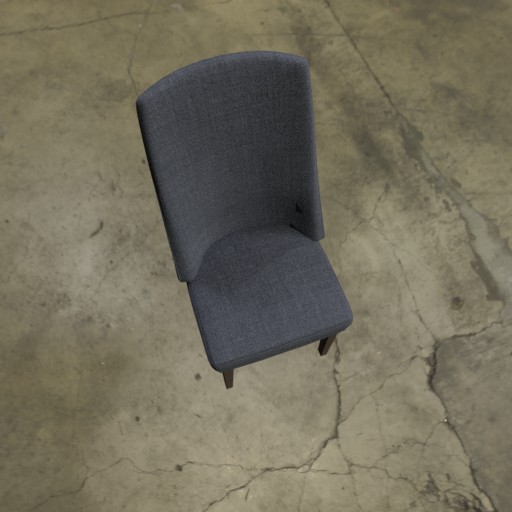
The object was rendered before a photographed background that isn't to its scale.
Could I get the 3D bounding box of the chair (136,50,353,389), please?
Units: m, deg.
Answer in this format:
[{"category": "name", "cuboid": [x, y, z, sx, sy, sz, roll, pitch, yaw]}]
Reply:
[{"category": "chair", "cuboid": [0.000, 0.000, 1.399, 0.510, 1.050, 0.577, -17, 64, -8]}]
